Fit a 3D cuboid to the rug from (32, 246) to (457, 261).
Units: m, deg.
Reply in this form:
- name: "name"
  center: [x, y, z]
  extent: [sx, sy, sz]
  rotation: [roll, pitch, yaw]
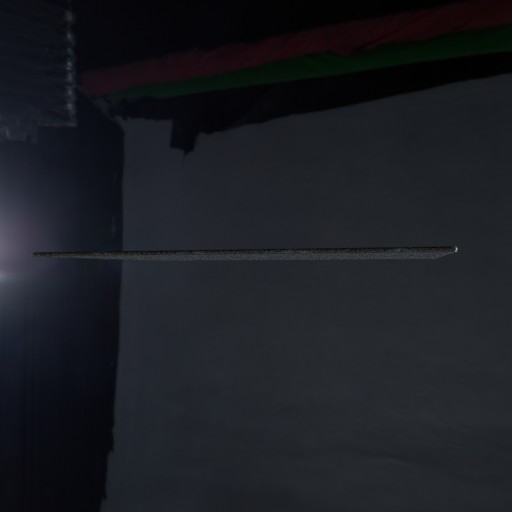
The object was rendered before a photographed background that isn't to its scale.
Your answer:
- name: "rug"
  center: [0.000, 0.000, 3.522]
  extent: [2.743, 0.030, 1.778]
  rotation: [-1, -2, 18]
